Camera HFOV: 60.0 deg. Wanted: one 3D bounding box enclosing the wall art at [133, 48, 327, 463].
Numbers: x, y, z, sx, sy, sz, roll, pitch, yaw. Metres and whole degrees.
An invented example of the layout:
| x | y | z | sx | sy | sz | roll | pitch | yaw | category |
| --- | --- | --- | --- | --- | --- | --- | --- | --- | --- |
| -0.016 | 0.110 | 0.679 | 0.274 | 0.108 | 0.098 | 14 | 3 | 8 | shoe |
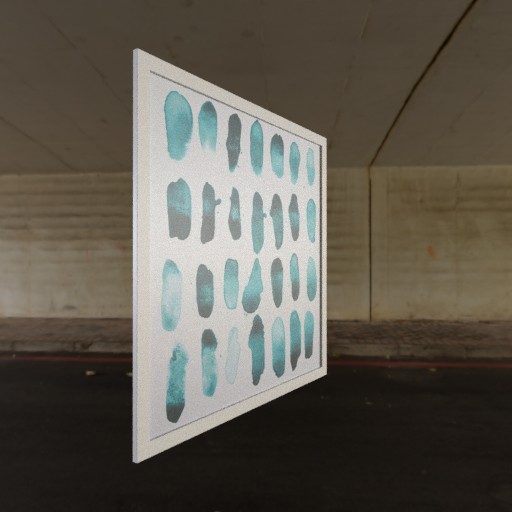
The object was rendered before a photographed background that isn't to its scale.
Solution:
| x | y | z | sx | sy | sz | roll | pitch | yaw | category |
| --- | --- | --- | --- | --- | --- | --- | --- | --- | --- |
| 0.000 | 0.000 | 1.200 | 0.013 | 0.813 | 0.812 | 0 | 0 | 36 | wall art |
